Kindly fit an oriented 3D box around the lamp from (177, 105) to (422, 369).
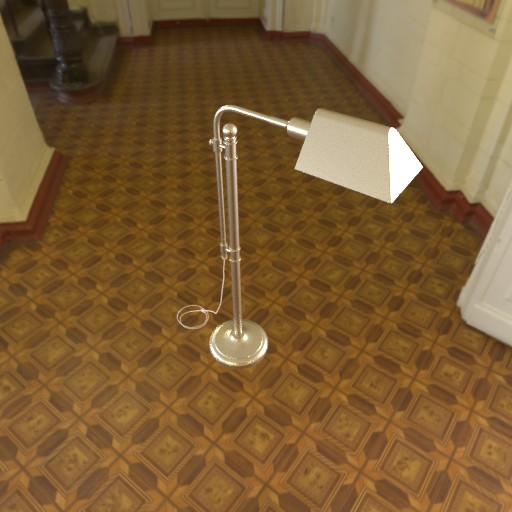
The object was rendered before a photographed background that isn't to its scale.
[{"bbox_3d":[0.000,0.000,0.948,0.546,0.708,0.159,26,48,27],"label":"lamp"}]
